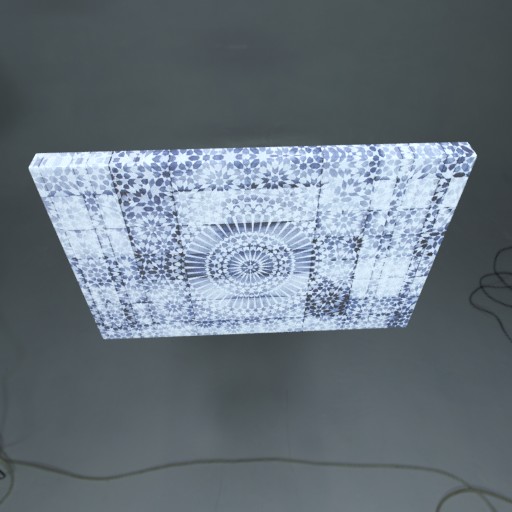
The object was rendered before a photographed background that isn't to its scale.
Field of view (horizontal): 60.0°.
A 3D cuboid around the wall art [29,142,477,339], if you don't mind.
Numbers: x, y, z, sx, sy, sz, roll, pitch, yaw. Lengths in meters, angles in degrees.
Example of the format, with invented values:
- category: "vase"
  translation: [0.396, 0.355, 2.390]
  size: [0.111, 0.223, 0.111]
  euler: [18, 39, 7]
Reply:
- category: "wall art"
  translation: [0.000, 0.000, 1.134]
  size: [0.911, 0.608, 0.057]
  euler: [-2, 46, -2]
